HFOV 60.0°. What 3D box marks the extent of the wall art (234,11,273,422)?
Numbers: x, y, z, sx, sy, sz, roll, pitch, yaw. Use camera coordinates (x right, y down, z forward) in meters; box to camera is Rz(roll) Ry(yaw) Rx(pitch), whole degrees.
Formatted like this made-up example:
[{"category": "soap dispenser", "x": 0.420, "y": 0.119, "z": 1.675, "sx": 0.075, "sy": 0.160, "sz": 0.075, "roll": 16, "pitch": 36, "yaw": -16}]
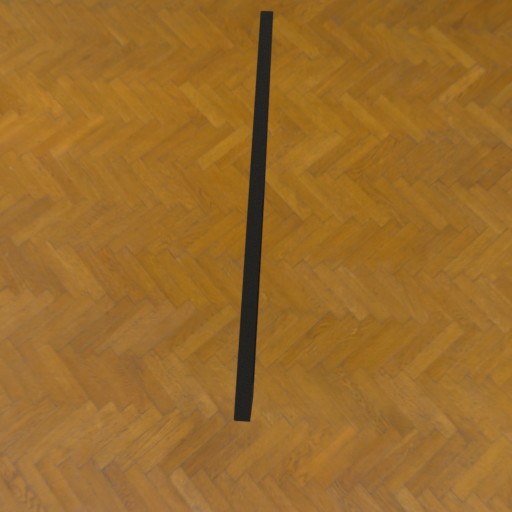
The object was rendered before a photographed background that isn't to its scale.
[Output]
[{"category": "wall art", "x": 0.000, "y": 0.000, "z": 0.490, "sx": 0.010, "sy": 0.361, "sz": 0.311, "roll": 3, "pitch": 75, "yaw": 1}]
